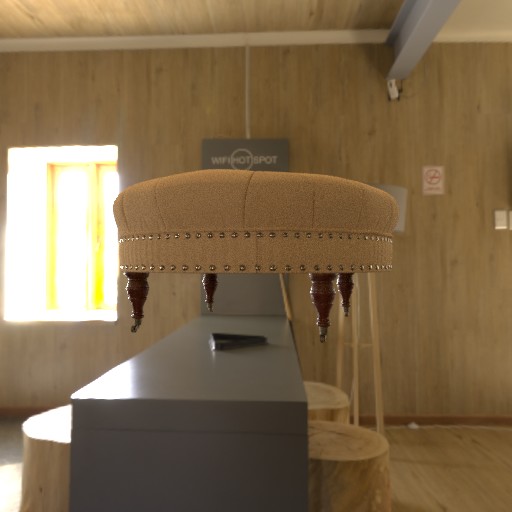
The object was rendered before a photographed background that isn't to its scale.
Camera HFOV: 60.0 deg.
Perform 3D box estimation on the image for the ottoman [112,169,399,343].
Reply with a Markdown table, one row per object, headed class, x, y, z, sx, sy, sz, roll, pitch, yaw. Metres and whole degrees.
| class | x | y | z | sx | sy | sz | roll | pitch | yaw |
| --- | --- | --- | --- | --- | --- | --- | --- | --- | --- |
| ottoman | 0.000 | 0.000 | 1.445 | 0.901 | 0.439 | 0.901 | 0 | -1 | 0 |
